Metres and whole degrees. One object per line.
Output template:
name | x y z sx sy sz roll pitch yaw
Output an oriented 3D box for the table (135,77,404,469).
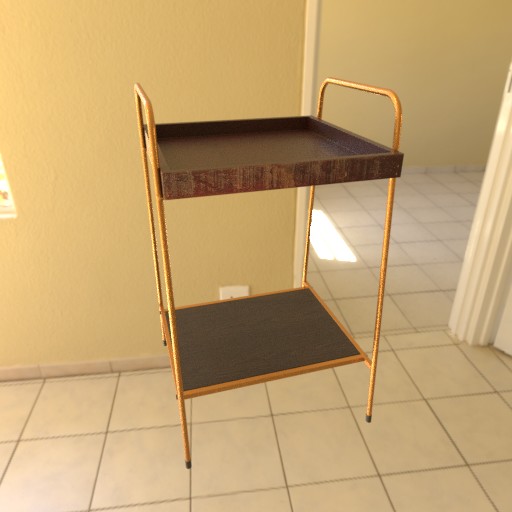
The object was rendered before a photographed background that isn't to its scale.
table | 0.000 0.000 0.985 0.430 0.710 0.430 -8 28 -15
